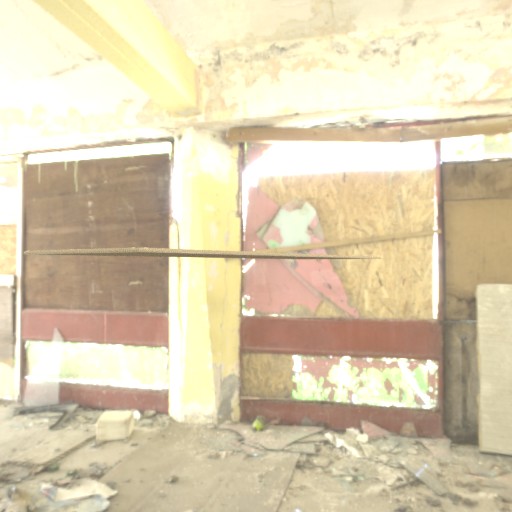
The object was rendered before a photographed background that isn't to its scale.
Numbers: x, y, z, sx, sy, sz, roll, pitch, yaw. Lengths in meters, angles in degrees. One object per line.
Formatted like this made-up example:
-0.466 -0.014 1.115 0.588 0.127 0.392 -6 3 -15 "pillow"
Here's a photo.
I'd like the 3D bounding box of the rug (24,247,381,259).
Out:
0.000 0.000 2.496 0.678 0.014 2.276 -1 -1 34 "rug"
